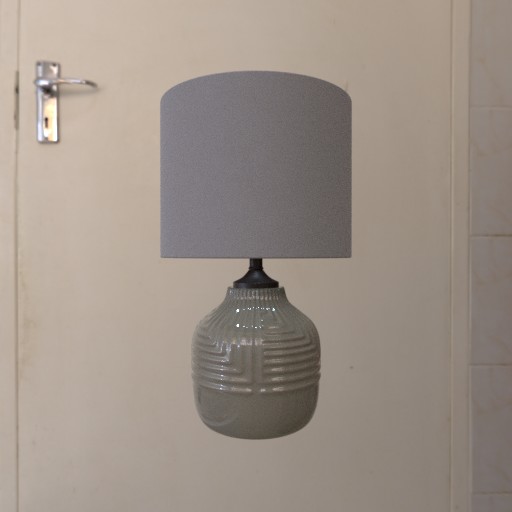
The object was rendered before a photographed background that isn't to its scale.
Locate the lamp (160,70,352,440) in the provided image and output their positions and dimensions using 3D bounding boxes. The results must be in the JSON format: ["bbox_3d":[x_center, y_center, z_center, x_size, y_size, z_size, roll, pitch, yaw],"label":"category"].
[{"bbox_3d":[0.000,0.000,0.753,0.318,0.567,0.318,0,0,0],"label":"lamp"}]
